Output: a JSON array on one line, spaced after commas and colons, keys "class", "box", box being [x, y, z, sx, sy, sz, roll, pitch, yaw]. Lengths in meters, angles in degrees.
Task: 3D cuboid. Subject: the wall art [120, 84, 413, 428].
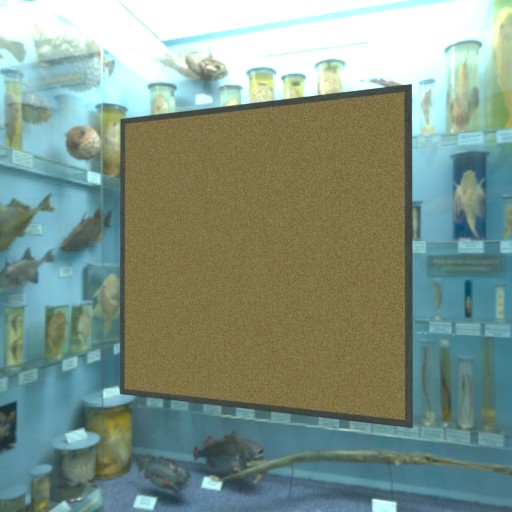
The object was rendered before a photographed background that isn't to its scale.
[{"class": "wall art", "box": [0.000, 0.000, 0.455, 0.303, 0.302, 0.038, 0, 0, 19]}]
